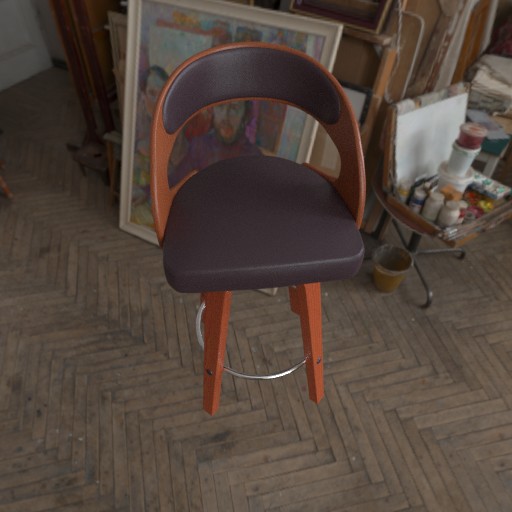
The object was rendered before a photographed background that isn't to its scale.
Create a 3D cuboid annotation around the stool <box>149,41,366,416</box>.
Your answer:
[{"bbox_3d":[0.000,0.000,1.190,0.457,0.940,0.457,-5,47,-5],"label":"stool"}]
